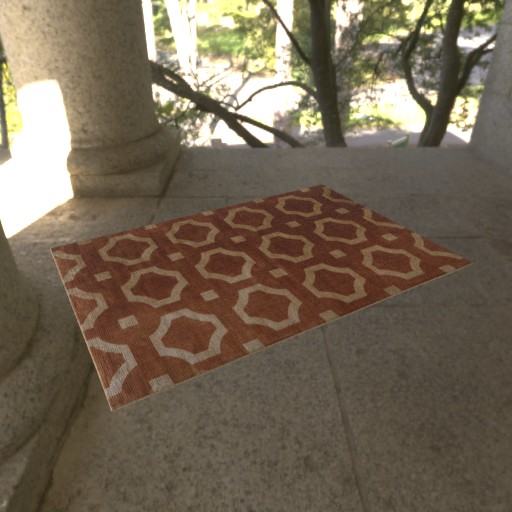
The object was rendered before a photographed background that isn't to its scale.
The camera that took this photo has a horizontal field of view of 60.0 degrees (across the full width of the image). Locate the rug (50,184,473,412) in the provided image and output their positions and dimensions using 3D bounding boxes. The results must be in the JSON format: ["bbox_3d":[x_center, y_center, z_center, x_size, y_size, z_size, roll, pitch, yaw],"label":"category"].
[{"bbox_3d":[0.000,0.000,2.893,2.286,0.016,1.555,-17,35,-26],"label":"rug"}]
